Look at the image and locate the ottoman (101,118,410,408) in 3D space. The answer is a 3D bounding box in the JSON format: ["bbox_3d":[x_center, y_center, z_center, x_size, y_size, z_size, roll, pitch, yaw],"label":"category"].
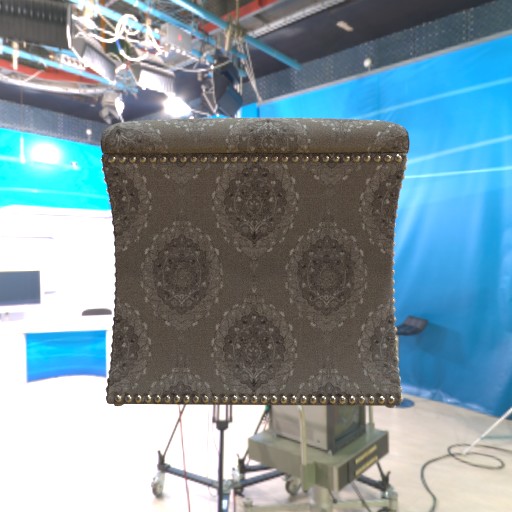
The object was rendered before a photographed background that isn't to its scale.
[{"bbox_3d":[0.000,0.000,0.923,0.497,0.473,0.507,0,1,1],"label":"ottoman"}]
